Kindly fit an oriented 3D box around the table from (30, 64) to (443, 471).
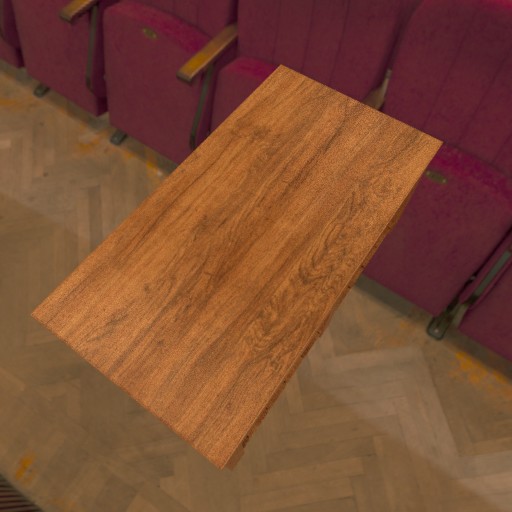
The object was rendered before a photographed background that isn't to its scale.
[{"bbox_3d":[0.000,0.000,1.479,0.635,0.480,1.150,32,67,16],"label":"table"}]
